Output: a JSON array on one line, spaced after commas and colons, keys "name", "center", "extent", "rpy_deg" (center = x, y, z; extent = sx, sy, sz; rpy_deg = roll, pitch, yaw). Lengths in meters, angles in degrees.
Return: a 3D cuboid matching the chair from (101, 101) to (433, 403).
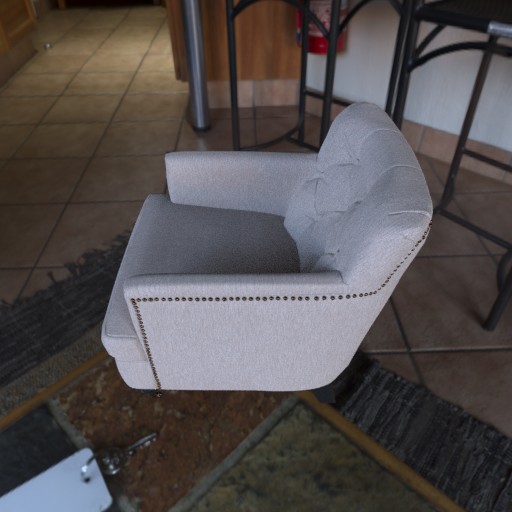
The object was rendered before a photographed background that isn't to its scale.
[{"name": "chair", "center": [0.000, 0.000, 1.510], "extent": [0.902, 0.823, 0.737], "rpy_deg": [0, 42, 0]}]
